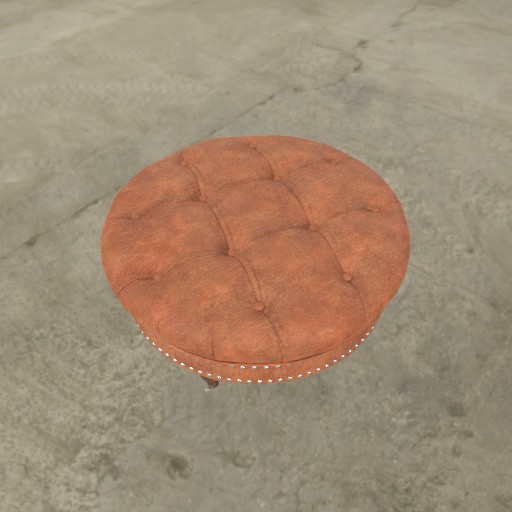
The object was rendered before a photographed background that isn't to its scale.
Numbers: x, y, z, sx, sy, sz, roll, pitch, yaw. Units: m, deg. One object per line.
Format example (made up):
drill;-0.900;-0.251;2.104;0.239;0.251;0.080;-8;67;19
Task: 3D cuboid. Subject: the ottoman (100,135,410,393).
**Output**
ottoman;0.000;0.000;1.429;0.901;0.444;0.901;0;48;0
